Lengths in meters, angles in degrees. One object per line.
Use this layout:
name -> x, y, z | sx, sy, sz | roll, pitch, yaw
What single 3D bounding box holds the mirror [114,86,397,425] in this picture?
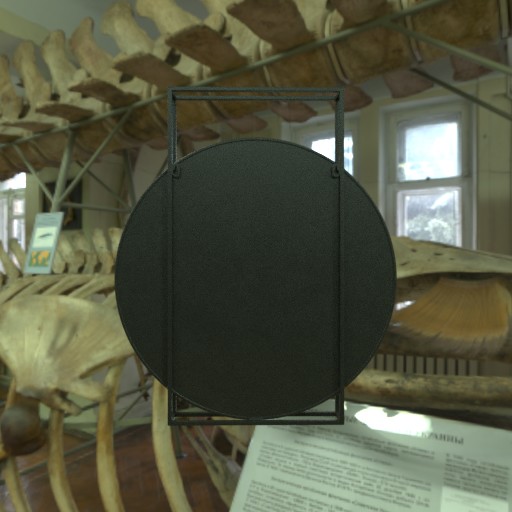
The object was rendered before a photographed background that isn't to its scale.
mirror -> 0.000, 0.000, 0.815 | 0.508, 0.603, 0.051 | 0, 0, -1
